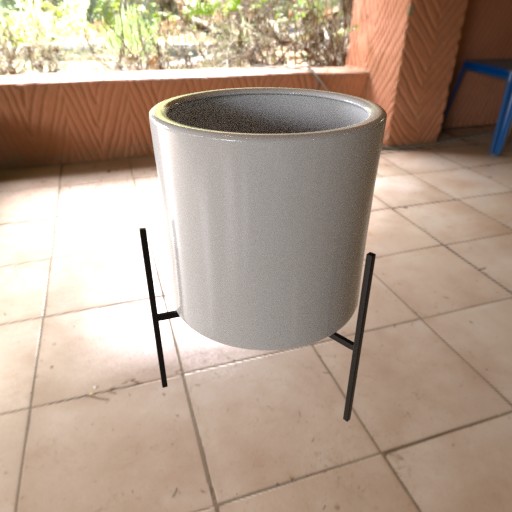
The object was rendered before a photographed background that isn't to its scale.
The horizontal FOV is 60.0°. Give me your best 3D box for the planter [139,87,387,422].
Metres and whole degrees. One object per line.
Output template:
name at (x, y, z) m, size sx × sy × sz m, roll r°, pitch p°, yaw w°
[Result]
planter at (0.000, 0.000, 0.738) m, size 0.361 × 0.480 × 0.360 m, roll -10°, pitch 31°, yaw -17°
